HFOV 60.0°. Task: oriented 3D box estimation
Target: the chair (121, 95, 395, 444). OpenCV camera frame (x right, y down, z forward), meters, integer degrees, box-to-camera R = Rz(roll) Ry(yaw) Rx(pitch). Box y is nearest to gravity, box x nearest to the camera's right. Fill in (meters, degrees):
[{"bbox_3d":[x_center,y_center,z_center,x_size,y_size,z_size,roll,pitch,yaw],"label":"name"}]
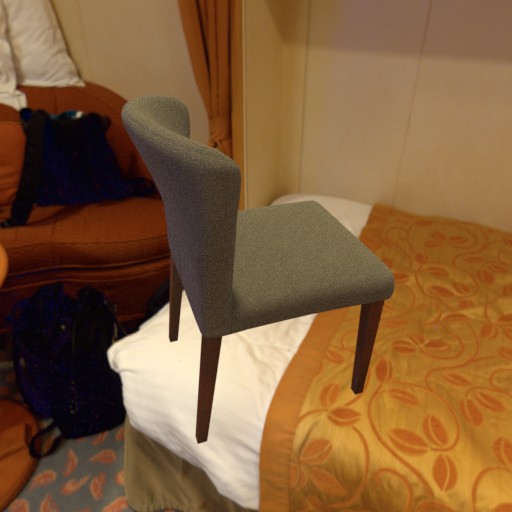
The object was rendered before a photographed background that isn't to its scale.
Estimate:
[{"bbox_3d":[0.000,0.000,1.216,0.589,0.839,0.491,-11,34,-16],"label":"chair"}]
